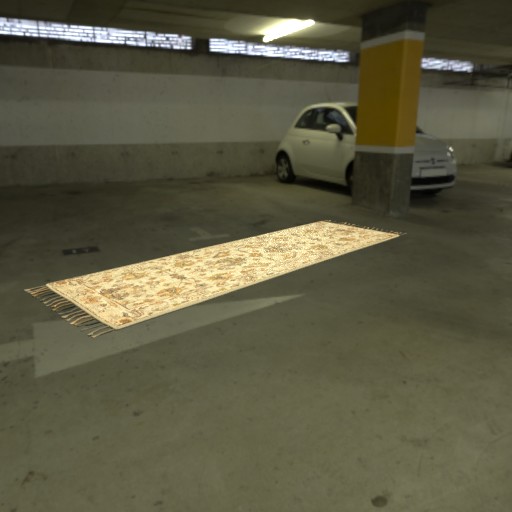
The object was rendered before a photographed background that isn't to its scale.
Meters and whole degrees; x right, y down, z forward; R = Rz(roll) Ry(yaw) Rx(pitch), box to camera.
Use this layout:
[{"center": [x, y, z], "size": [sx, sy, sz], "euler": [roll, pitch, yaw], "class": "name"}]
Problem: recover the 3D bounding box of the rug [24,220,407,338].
[{"center": [0.000, 0.000, 2.707], "size": [2.438, 0.021, 0.729], "euler": [-15, 22, -43], "class": "rug"}]
